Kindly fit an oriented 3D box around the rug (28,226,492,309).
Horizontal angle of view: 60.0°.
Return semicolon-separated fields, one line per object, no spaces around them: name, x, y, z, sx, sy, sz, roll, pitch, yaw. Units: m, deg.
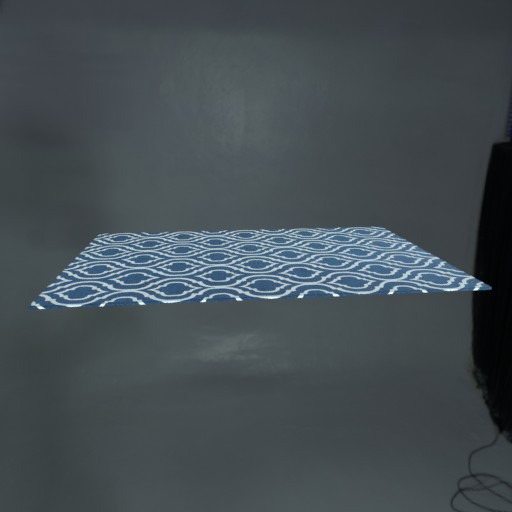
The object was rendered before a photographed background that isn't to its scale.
rug;0.000;0.000;2.201;1.753;0.010;1.143;-2;16;-6
